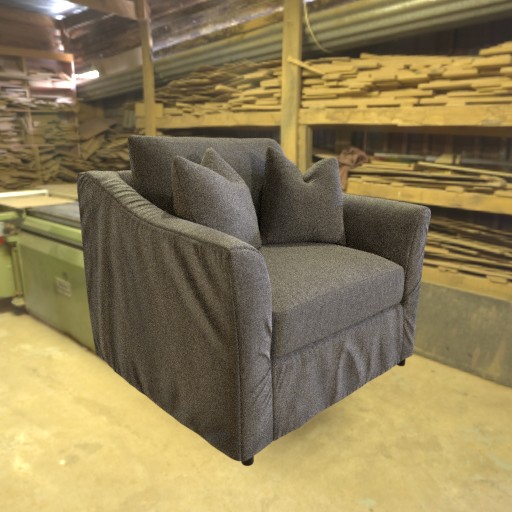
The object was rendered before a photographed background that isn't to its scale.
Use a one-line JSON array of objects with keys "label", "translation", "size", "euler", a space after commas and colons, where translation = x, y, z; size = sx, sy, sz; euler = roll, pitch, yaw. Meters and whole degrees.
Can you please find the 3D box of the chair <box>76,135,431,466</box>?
[{"label": "chair", "translation": [0.000, 0.000, 2.016], "size": [1.194, 1.059, 1.071], "euler": [-13, 19, -41]}]
